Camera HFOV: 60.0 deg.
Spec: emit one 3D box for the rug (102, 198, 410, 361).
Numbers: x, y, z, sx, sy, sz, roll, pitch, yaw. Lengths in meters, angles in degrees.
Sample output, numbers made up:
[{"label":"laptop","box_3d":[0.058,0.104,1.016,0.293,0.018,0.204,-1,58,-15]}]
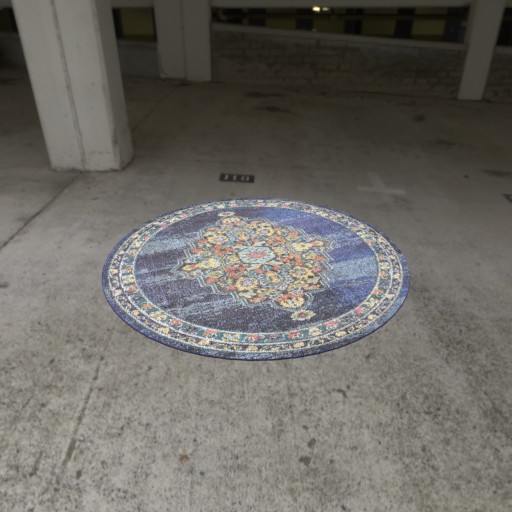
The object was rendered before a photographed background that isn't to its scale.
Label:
[{"label":"rug","box_3d":[0.000,0.000,2.387,1.591,0.010,1.591,0,30,0]}]
